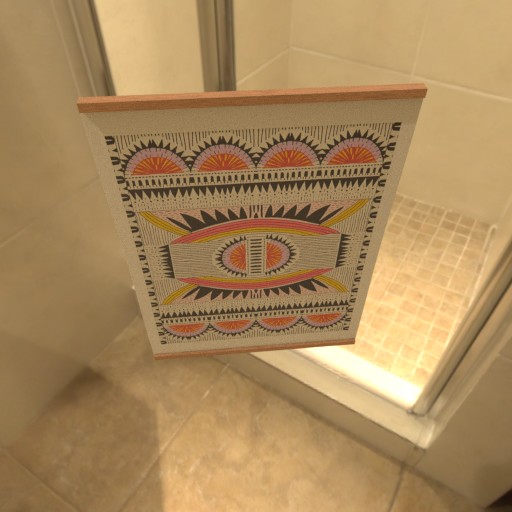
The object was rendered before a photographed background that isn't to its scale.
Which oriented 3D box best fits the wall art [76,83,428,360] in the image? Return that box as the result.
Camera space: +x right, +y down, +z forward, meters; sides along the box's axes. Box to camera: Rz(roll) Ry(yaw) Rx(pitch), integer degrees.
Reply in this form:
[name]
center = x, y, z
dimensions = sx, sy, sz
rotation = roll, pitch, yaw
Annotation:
[wall art]
center = 0.000, 0.000, 1.328
dimensions = 0.765, 1.016, 0.028
rotation = -4, 46, -4
